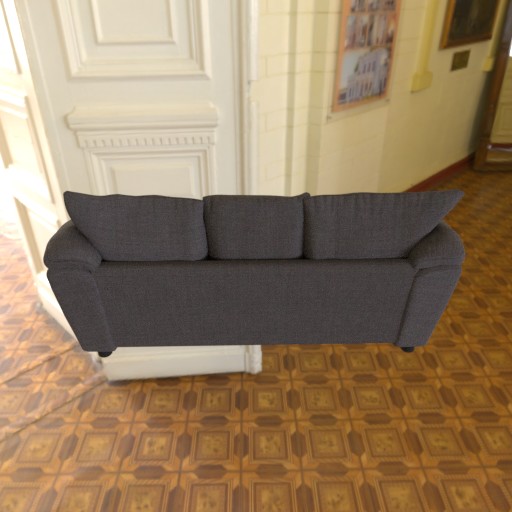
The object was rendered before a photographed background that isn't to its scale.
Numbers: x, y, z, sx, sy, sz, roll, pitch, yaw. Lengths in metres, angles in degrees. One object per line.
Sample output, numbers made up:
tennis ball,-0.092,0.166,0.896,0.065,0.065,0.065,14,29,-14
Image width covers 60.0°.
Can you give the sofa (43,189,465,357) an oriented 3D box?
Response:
sofa,0.000,0.000,2.807,2.336,1.080,0.883,-1,30,-1
